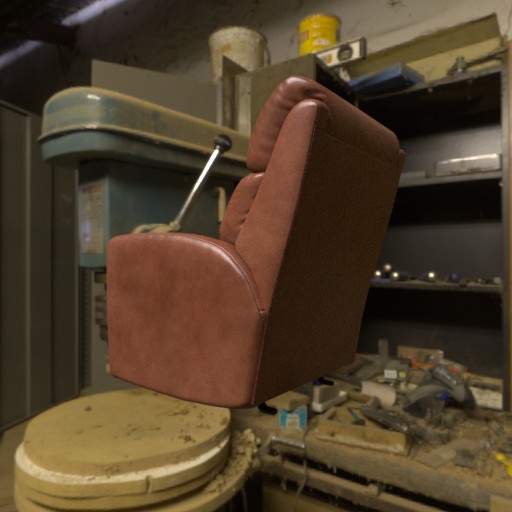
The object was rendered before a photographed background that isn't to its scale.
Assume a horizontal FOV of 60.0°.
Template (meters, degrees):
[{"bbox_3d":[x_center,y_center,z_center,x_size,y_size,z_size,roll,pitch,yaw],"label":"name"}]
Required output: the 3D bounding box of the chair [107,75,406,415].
[{"bbox_3d":[0.000,0.000,1.718,0.939,1.016,0.787,0,0,37],"label":"chair"}]
